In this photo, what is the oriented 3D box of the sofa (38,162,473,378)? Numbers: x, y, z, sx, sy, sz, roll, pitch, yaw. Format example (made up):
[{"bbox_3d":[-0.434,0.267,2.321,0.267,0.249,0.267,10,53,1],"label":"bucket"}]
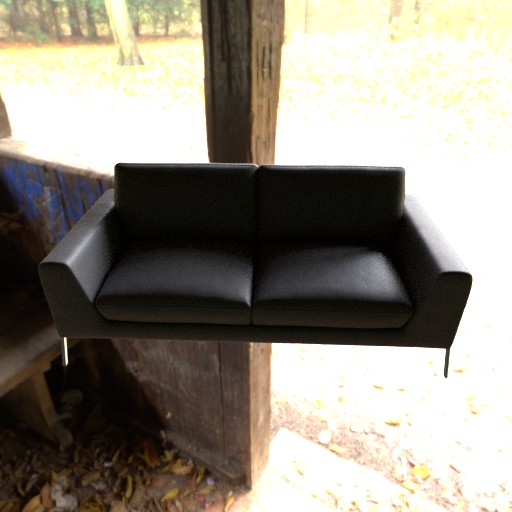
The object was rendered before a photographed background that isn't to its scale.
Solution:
[{"bbox_3d":[0.000,0.000,2.497,2.017,0.875,0.953,1,30,2],"label":"sofa"}]
